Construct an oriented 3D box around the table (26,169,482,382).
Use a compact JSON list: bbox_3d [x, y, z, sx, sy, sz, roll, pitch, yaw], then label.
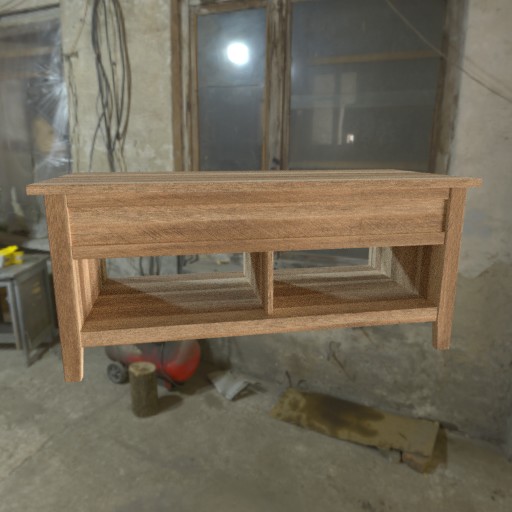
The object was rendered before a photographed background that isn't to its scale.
[{"bbox_3d":[0.000,0.000,1.338,1.095,0.480,0.493,-3,14,-10],"label":"table"}]
